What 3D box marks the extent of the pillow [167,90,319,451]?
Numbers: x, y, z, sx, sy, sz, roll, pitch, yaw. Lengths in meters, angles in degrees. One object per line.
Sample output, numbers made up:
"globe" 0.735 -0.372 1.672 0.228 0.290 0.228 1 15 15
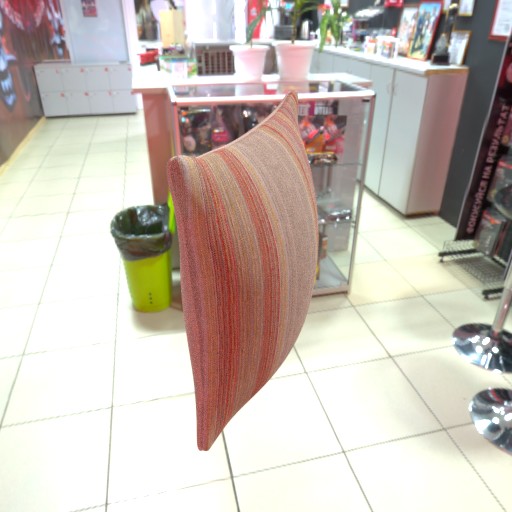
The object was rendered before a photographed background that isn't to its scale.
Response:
"pillow" 0.000 0.000 0.713 0.191 0.449 0.451 10 31 17
